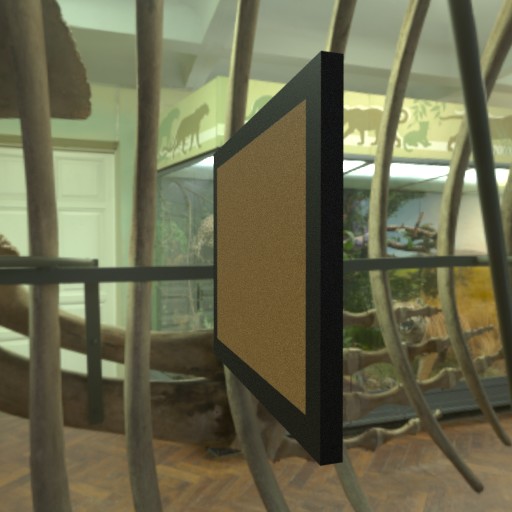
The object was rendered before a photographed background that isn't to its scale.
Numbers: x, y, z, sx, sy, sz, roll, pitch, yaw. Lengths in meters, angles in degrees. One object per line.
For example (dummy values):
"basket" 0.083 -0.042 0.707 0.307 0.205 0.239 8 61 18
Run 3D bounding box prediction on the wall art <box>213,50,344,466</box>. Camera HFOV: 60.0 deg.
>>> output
"wall art" 0.000 0.000 0.760 0.028 0.460 0.561 0 1 -18
